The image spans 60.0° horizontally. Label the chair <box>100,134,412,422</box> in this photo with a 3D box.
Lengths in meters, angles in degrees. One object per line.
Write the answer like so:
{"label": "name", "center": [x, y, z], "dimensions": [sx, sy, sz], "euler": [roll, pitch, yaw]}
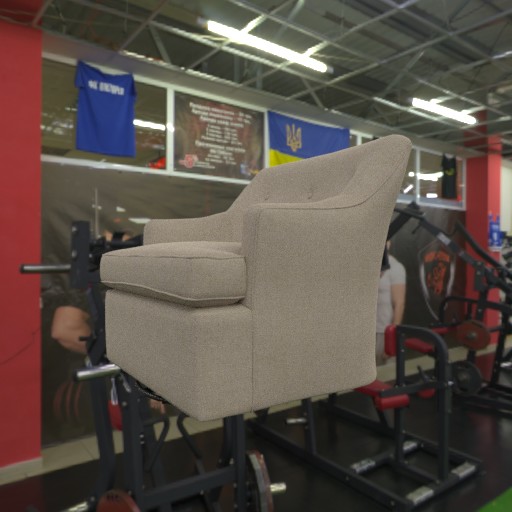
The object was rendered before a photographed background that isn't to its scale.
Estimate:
{"label": "chair", "center": [0.000, 0.000, 1.609], "dimensions": [0.923, 0.856, 0.864], "euler": [0, 1, -34]}
